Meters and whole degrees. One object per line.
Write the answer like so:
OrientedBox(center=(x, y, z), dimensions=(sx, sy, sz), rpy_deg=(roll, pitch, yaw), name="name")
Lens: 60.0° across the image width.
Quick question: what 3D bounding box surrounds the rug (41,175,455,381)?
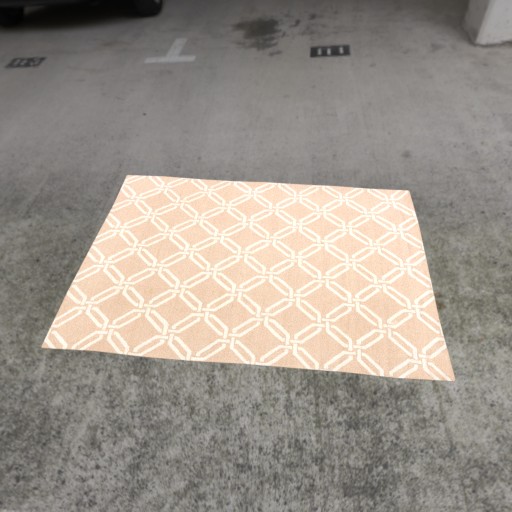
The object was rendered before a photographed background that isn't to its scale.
OrientedBox(center=(0.000, 0.000, 4.388), dimensions=(3.365, 0.020, 2.452), rpy_deg=(4, 46, 4), name="rug")
